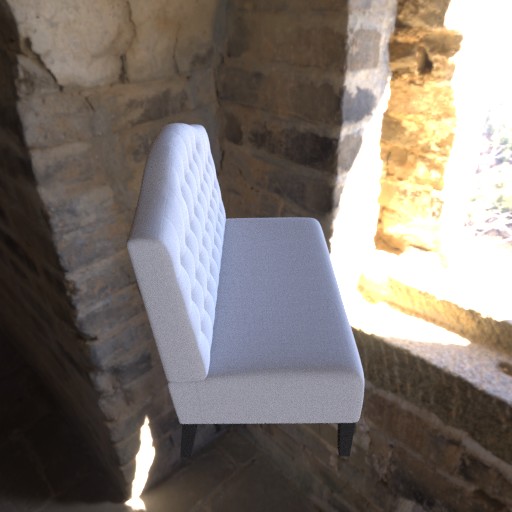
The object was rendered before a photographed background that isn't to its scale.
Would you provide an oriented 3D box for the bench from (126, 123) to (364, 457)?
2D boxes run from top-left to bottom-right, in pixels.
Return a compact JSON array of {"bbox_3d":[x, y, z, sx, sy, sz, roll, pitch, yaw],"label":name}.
[{"bbox_3d":[0.000,0.000,2.100,0.815,1.180,1.335,0,31,0],"label":"bench"}]
